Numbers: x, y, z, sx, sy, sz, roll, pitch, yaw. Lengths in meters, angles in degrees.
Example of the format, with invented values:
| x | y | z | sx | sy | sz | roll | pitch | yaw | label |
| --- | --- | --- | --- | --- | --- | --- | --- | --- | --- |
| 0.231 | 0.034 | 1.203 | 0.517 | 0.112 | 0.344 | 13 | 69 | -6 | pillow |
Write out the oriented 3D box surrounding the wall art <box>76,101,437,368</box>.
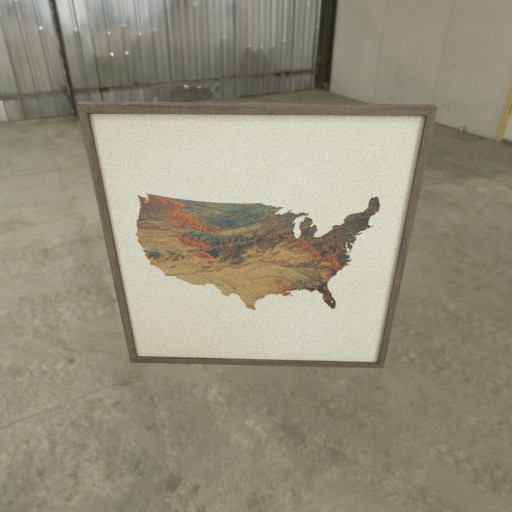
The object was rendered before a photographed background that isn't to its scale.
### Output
| x | y | z | sx | sy | sz | roll | pitch | yaw | label |
| --- | --- | --- | --- | --- | --- | --- | --- | --- | --- |
| 0.000 | 0.000 | 0.761 | 0.508 | 0.507 | 0.016 | 1 | 32 | 2 | wall art |
